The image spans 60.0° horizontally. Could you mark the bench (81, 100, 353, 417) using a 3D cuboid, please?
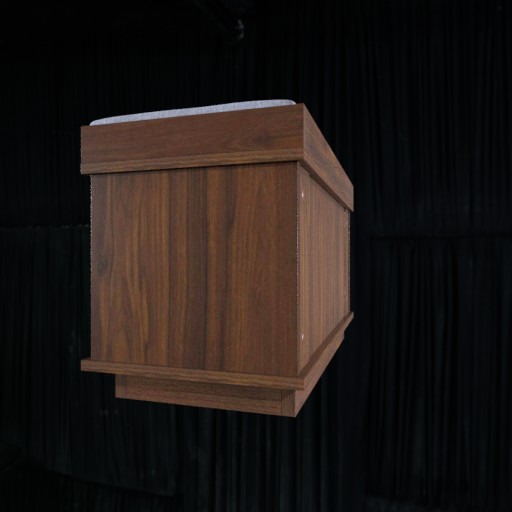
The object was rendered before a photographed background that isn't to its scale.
[{"bbox_3d":[0.000,0.000,0.988,0.362,0.461,0.734,0,0,17],"label":"bench"}]
